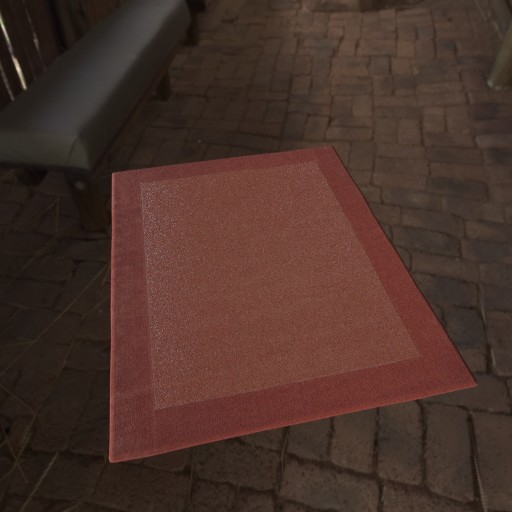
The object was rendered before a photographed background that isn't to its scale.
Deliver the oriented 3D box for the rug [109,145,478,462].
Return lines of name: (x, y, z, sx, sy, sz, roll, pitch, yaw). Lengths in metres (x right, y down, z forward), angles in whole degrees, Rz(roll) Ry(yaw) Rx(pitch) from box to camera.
rug: (0.000, 0.000, 3.801, 2.430, 0.018, 2.976, -9, 47, -8)
